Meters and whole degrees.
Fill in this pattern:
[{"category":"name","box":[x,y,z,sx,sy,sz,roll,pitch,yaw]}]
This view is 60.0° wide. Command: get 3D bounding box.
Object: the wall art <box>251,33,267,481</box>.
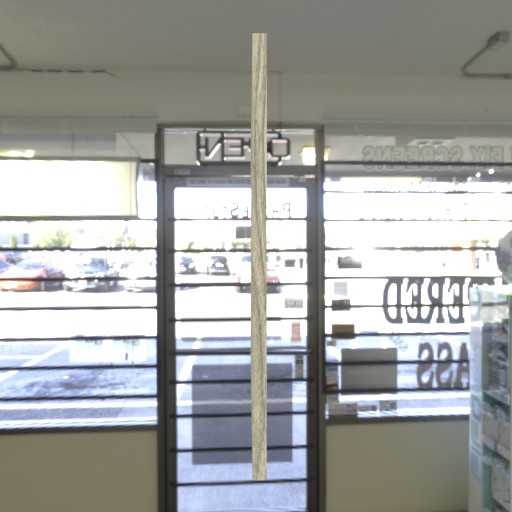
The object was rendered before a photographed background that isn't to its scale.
[{"category":"wall art","box":[0.000,0.000,0.757,0.016,0.507,0.508,0,1,-1]}]
